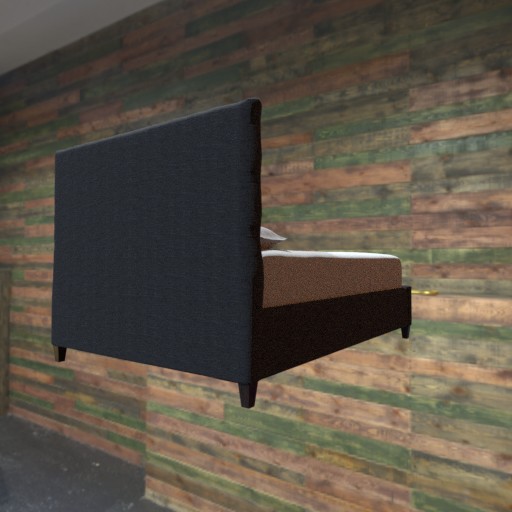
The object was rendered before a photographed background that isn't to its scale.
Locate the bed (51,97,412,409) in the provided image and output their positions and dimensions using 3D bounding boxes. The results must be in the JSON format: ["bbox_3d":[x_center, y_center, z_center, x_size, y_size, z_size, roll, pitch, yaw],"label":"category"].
[{"bbox_3d":[0.000,0.000,3.441,1.698,1.427,2.387,-1,-1,36],"label":"bed"}]
